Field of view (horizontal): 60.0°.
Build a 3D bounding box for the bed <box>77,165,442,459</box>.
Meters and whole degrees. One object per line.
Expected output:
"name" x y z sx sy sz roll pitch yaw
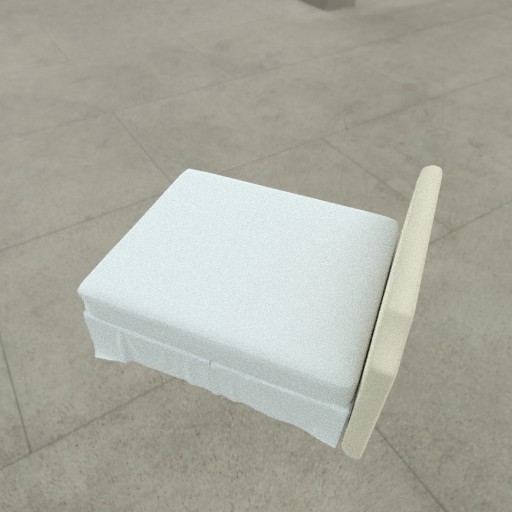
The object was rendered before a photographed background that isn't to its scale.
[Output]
"bed" 0.000 0.000 3.314 2.209 1.296 1.827 16 47 16
